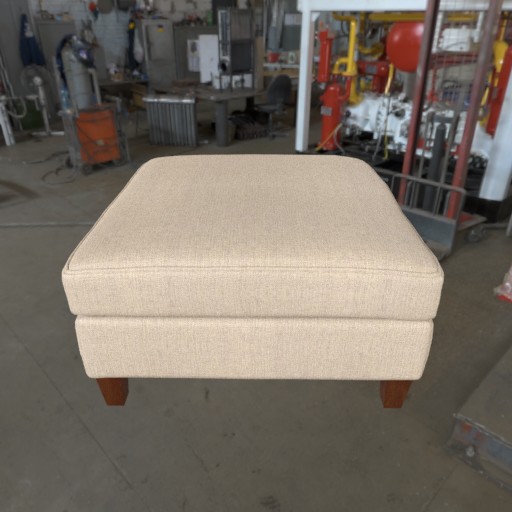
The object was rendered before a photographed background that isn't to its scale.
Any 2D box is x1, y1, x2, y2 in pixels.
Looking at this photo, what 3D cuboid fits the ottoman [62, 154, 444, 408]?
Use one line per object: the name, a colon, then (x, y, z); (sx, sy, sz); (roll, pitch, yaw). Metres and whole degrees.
ottoman: (0.000, 0.000, 1.368); (0.838, 0.481, 0.838); (0, 28, 1)
